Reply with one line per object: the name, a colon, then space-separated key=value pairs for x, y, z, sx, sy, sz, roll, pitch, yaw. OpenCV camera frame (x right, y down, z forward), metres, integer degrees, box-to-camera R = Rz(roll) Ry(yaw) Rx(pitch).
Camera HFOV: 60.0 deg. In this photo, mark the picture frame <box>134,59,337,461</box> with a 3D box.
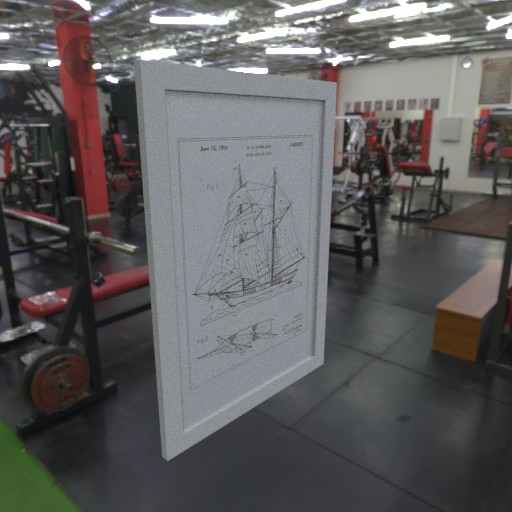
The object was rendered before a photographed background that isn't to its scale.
picture frame: x=0.000 y=0.000 z=0.600 sx=0.011 sy=0.459 sz=0.326 roll=15 pitch=22 yaw=42
